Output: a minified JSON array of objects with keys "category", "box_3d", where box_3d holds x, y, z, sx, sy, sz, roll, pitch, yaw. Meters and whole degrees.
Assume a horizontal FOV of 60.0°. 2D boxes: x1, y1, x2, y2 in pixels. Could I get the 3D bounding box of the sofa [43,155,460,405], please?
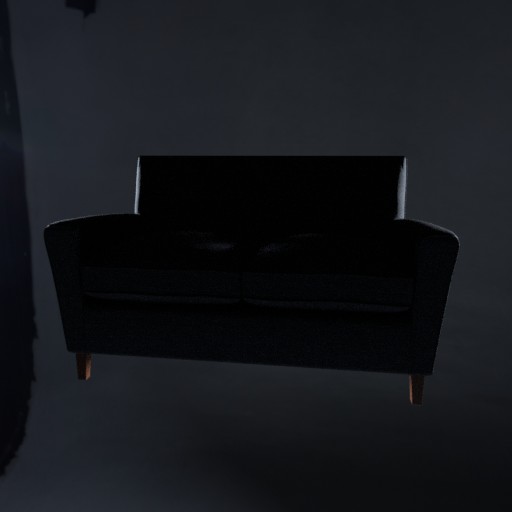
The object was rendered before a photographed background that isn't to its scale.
[{"category":"sofa","box_3d":[0.000,0.000,1.928,1.420,0.846,0.875,2,13,8]}]
